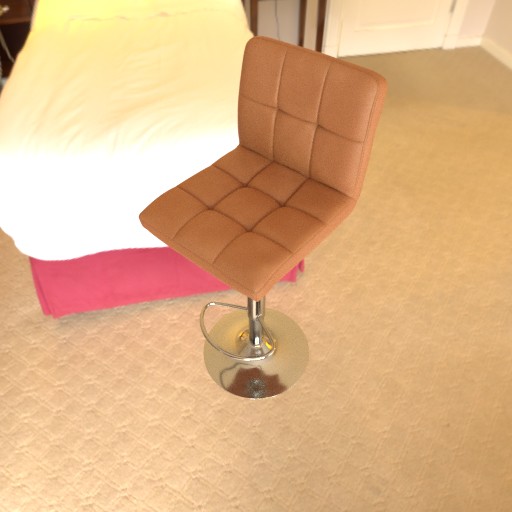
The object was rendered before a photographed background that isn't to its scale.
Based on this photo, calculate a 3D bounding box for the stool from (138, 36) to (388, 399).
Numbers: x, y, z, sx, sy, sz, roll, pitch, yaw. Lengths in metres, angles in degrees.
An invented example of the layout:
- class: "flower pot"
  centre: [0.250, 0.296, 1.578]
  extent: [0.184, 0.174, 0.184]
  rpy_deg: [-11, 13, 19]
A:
- class: "stool"
  centre: [0.000, 0.000, 1.389]
  extent: [0.430, 1.115, 0.505]
  rpy_deg: [31, 54, 26]
